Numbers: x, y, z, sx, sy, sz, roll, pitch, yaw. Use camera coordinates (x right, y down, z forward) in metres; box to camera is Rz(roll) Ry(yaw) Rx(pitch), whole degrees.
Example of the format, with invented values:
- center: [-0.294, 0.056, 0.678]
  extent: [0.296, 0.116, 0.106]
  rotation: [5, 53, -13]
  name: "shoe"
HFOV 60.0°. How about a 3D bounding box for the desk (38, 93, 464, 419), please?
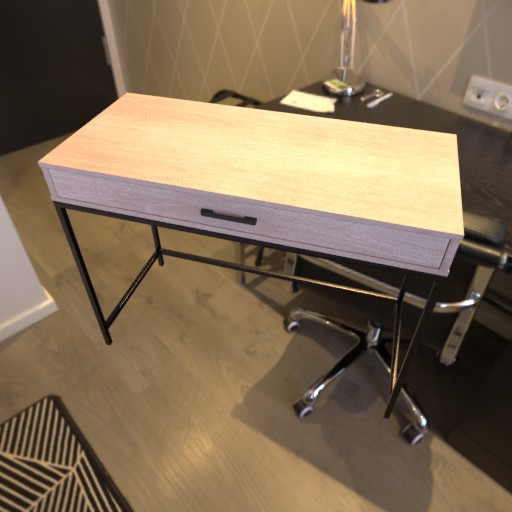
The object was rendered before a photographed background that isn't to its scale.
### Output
- center: [0.000, 0.000, 1.422]
  extent: [1.016, 0.762, 0.470]
  rotation: [11, 43, 12]
  name: "desk"
